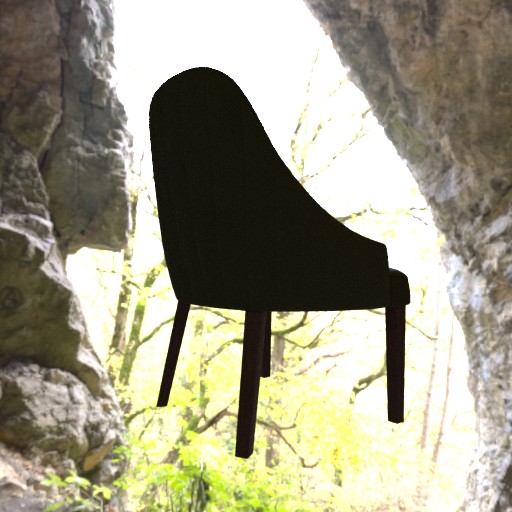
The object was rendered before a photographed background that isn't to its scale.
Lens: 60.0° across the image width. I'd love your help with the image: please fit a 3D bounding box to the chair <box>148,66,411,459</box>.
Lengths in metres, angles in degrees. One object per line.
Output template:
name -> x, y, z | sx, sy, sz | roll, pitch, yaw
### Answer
chair -> 0.000, 0.000, 1.269 | 0.575, 0.889, 0.643 | 0, -1, -37
